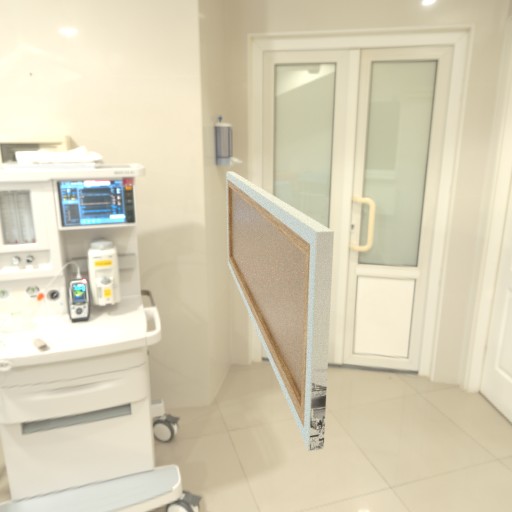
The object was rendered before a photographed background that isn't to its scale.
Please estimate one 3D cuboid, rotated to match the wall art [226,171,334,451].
[{"bbox_3d":[0.000,0.000,1.660,0.039,0.507,1.520,-3,15,-10],"label":"wall art"}]
